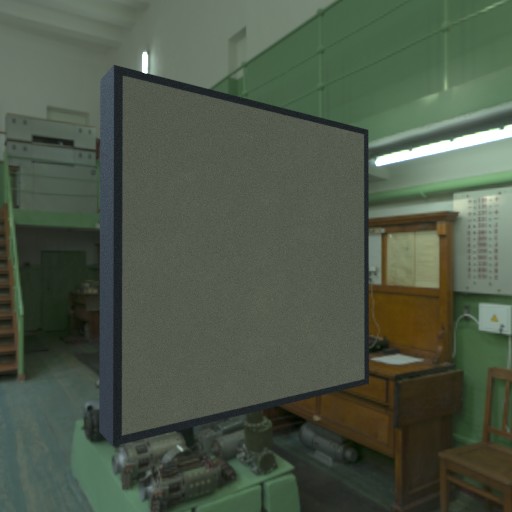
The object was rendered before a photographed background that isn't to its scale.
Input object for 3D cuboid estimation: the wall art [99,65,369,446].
[{"bbox_3d":[0.000,0.000,0.451,0.302,0.300,0.036,0,-1,-36],"label":"wall art"}]
